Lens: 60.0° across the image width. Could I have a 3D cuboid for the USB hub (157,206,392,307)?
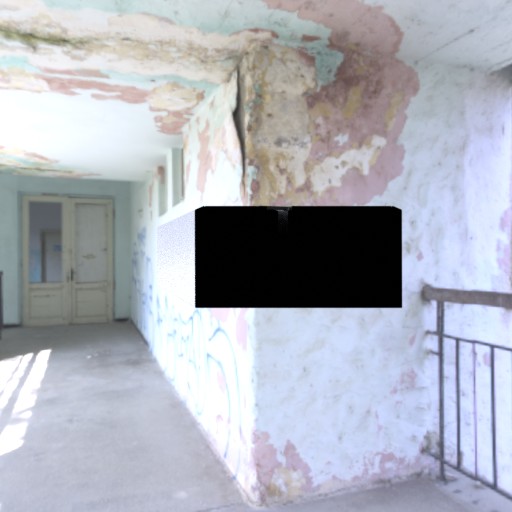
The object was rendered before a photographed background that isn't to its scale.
[{"bbox_3d":[0.000,0.000,0.128,0.044,0.023,0.110,0,0,-19],"label":"USB hub"}]
